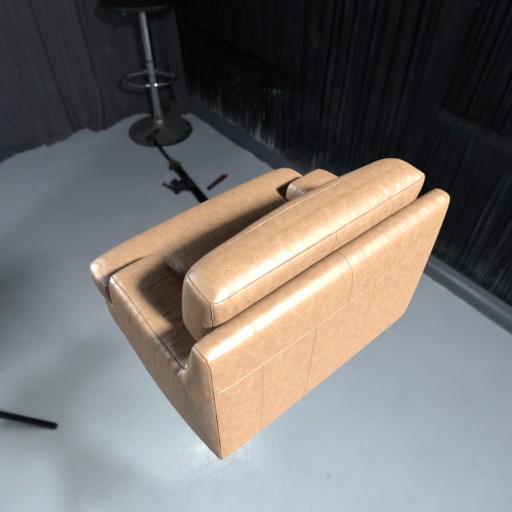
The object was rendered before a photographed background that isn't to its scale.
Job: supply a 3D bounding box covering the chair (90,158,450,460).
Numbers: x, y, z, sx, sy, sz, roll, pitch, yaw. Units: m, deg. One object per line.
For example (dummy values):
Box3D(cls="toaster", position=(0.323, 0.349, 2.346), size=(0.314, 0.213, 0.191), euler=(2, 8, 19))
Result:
Box3D(cls="chair", position=(0.000, 0.000, 2.023), size=(1.276, 0.978, 1.050), euler=(-30, 53, -26))
